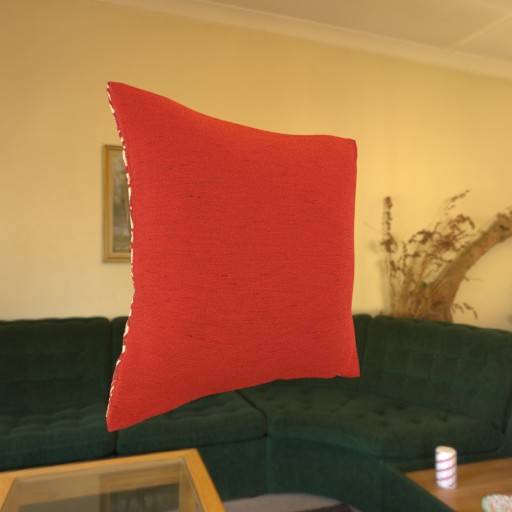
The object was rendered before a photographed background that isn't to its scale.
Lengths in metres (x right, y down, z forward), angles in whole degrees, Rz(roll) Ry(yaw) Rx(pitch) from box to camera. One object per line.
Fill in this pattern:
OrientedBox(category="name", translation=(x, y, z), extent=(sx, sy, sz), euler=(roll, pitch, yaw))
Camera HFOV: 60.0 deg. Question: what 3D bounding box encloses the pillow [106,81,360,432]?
OrientedBox(category="pillow", translation=(0.000, 0.000, 0.655), extent=(0.438, 0.419, 0.162), euler=(1, -1, -36))
